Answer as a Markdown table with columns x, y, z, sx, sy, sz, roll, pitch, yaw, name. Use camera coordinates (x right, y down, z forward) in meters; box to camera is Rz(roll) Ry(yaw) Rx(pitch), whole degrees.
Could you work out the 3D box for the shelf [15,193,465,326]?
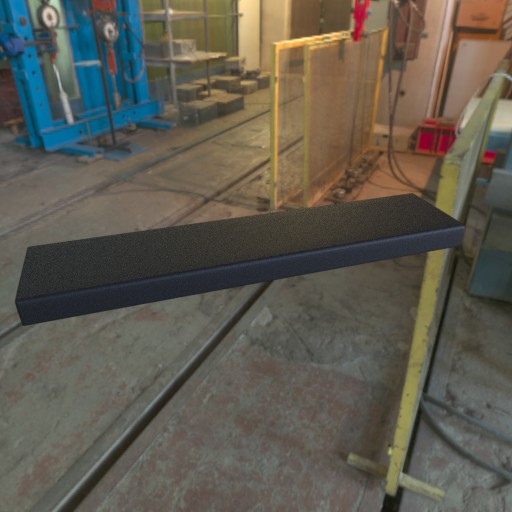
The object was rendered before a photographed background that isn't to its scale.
| x | y | z | sx | sy | sz | roll | pitch | yaw | name |
| --- | --- | --- | --- | --- | --- | --- | --- | --- | --- |
| 0.000 | 0.000 | 0.483 | 0.456 | 0.053 | 0.102 | -9 | 32 | -15 | shelf |
